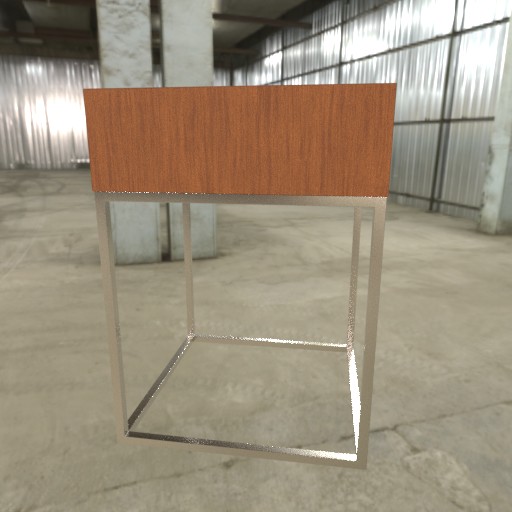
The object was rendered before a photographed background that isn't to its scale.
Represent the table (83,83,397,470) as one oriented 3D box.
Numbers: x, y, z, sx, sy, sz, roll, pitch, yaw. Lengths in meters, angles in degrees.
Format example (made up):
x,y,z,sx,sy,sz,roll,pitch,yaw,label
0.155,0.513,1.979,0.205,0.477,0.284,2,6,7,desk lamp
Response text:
x,y,z,sx,sy,sz,roll,pitch,yaw,label
0.000,0.000,0.809,0.398,0.540,0.397,2,15,9,table
